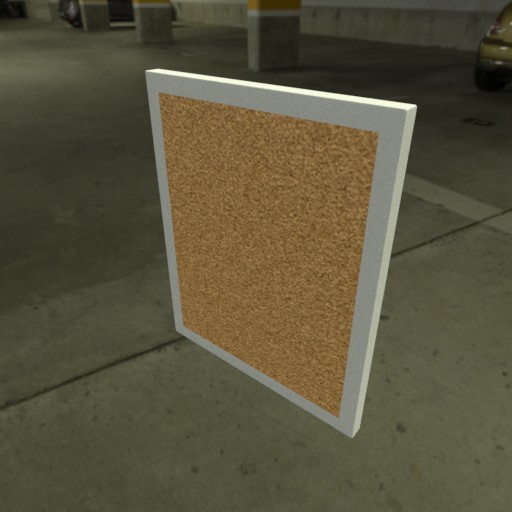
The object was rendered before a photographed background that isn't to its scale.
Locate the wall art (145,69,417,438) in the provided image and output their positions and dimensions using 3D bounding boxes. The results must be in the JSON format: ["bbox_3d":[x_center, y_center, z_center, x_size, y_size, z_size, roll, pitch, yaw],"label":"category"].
[{"bbox_3d":[0.000,0.000,0.761,0.454,0.556,0.028,23,37,33],"label":"wall art"}]
